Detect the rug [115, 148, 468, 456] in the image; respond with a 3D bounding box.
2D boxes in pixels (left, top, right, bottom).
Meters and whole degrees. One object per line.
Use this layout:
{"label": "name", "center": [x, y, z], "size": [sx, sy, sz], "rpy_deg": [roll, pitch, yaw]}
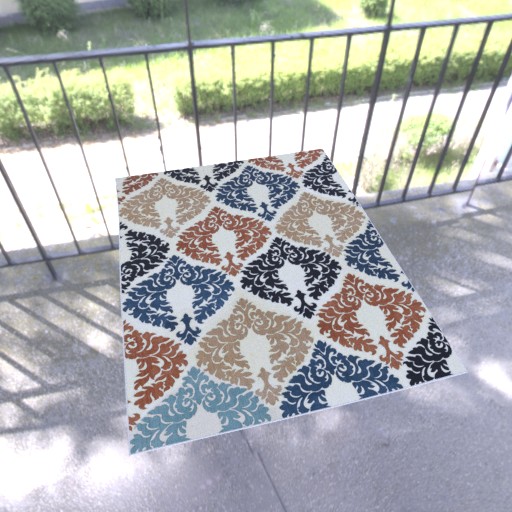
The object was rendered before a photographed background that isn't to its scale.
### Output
{"label": "rug", "center": [0.000, 0.000, 4.023], "size": [2.423, 0.014, 3.040], "rpy_deg": [-10, 47, -10]}
